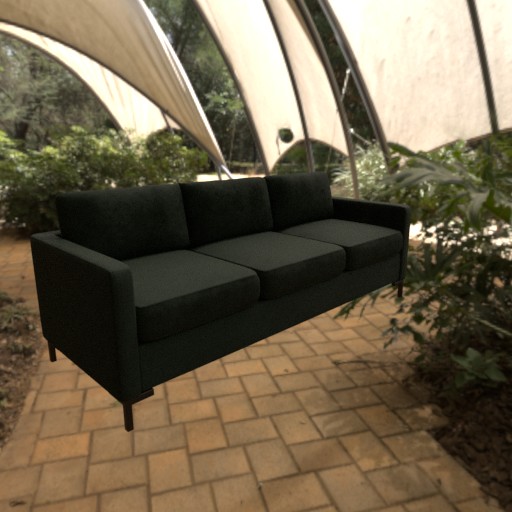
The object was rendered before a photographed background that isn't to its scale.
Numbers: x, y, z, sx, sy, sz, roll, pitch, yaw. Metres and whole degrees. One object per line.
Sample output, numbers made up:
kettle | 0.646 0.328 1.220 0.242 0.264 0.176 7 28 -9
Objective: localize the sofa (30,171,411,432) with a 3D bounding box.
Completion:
sofa | 0.000 0.000 2.628 2.218 0.870 0.859 -14 20 -43
